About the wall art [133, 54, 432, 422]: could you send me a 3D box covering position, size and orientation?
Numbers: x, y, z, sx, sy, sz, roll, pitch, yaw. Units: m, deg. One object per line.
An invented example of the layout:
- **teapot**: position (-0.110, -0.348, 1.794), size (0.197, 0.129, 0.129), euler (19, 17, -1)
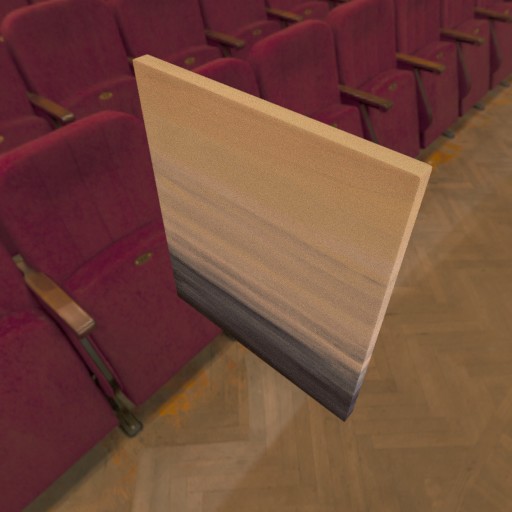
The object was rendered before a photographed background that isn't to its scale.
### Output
- **wall art**: position (0.000, 0.000, 0.978), size (0.608, 0.710, 0.041), euler (32, 53, 28)
